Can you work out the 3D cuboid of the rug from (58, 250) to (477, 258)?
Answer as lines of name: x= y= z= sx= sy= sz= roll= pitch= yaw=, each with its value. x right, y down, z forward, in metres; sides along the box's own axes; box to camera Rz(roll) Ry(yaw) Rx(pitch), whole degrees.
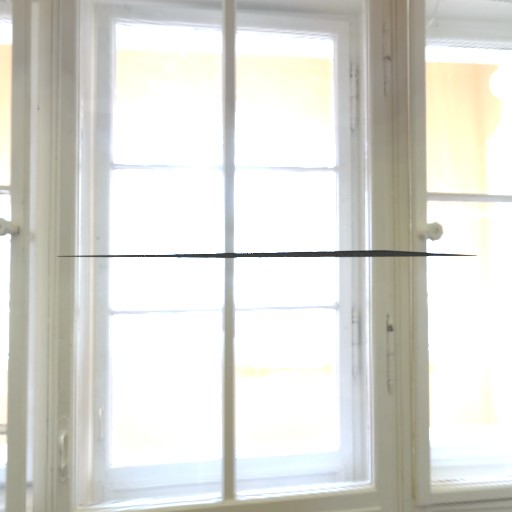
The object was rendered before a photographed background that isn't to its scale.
rug: x=0.000 y=0.000 z=3.018 sx=2.440 sy=0.007 sz=1.525 roll=-1 pitch=-1 yaw=38
